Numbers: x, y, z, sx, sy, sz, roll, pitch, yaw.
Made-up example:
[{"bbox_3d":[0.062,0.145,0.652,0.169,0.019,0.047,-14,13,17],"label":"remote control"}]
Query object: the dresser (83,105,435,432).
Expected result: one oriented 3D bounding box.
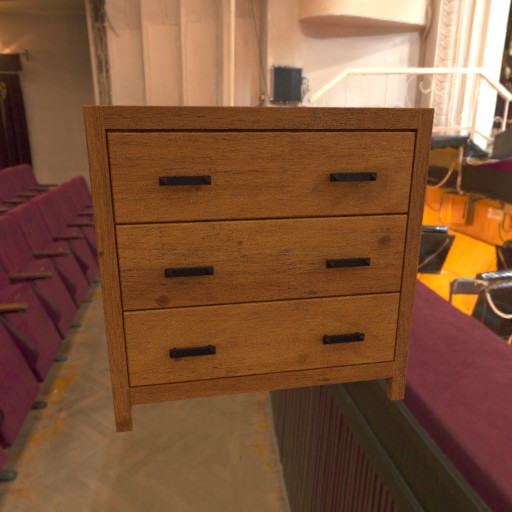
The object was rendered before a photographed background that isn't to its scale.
[{"bbox_3d":[0.000,0.000,1.280,0.804,0.804,0.427,-3,17,-10],"label":"dresser"}]
